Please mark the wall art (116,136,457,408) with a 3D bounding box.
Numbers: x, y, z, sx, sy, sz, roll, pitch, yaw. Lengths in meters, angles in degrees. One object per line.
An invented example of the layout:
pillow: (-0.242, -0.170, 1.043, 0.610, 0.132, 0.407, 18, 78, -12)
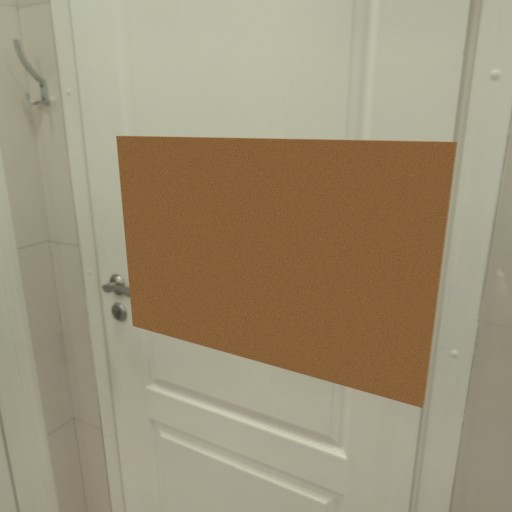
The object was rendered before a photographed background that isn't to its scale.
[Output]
wall art: (0.000, 0.000, 1.184, 0.915, 0.608, 0.033, 9, 19, 28)
